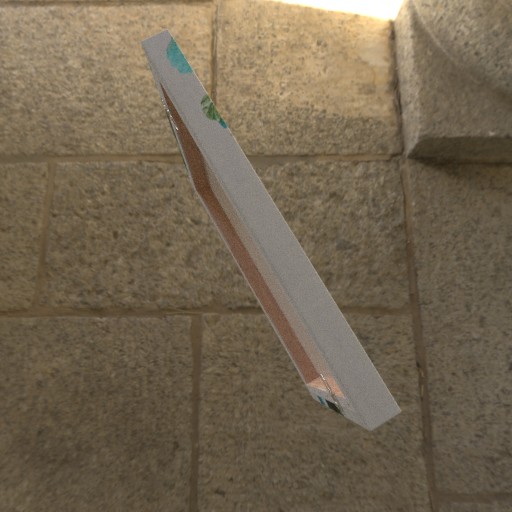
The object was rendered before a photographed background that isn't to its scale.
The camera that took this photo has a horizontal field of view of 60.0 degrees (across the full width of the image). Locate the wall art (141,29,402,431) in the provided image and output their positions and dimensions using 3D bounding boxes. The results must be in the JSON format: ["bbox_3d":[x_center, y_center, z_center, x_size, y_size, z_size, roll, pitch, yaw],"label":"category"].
[{"bbox_3d":[0.000,0.000,0.694,0.041,0.435,0.507,-29,78,-7],"label":"wall art"}]
